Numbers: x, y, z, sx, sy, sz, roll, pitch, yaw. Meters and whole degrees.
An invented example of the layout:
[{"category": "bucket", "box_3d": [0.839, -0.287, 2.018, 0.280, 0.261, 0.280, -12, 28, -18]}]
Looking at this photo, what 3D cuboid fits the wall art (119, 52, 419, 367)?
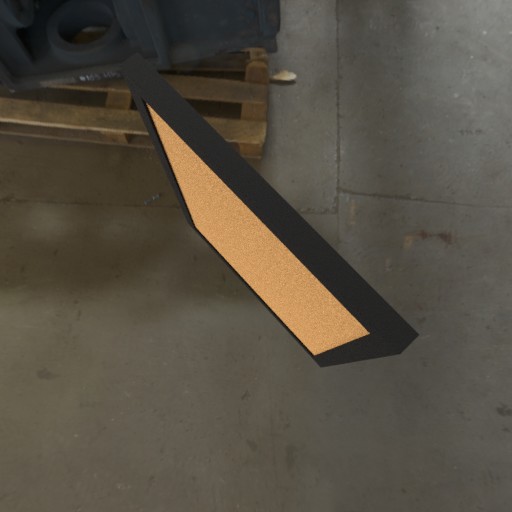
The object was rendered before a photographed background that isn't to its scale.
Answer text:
[{"category": "wall art", "box_3d": [0.000, 0.000, 0.757, 0.029, 0.559, 0.457, -41, 78, -10]}]
